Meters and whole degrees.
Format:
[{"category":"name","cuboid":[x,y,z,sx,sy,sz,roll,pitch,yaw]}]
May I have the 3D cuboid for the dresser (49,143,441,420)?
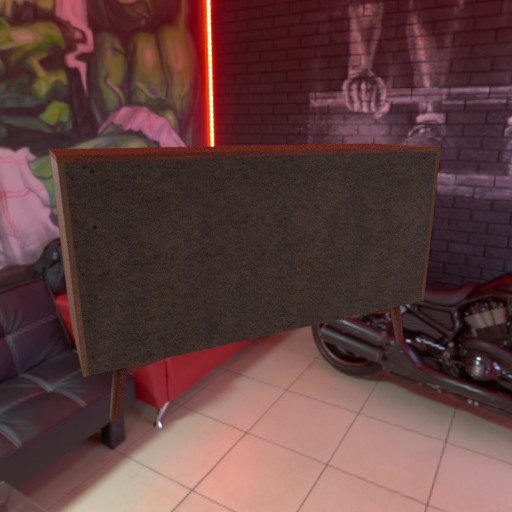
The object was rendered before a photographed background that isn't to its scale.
[{"category":"dresser","cuboid":[0.000,0.000,1.869,1.472,0.889,0.500,-8,18,-25]}]
